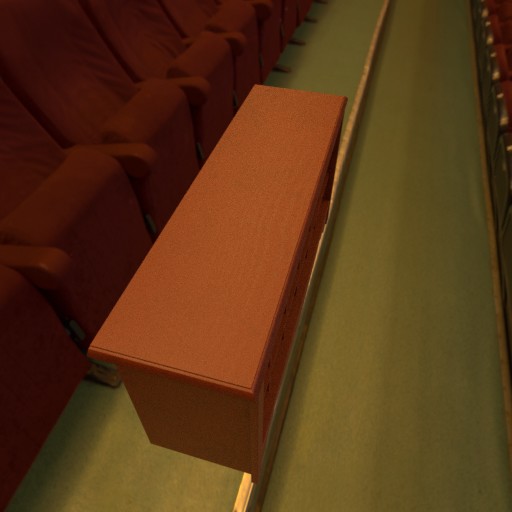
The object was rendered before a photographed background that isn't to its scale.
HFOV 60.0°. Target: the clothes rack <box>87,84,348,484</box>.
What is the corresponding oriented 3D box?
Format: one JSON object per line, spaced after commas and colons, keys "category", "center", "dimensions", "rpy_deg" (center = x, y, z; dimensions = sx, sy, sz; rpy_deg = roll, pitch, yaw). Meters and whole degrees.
{"category": "clothes rack", "center": [0.000, 0.000, 1.494], "dimensions": [0.362, 0.594, 1.251], "rpy_deg": [12, 48, 11]}
